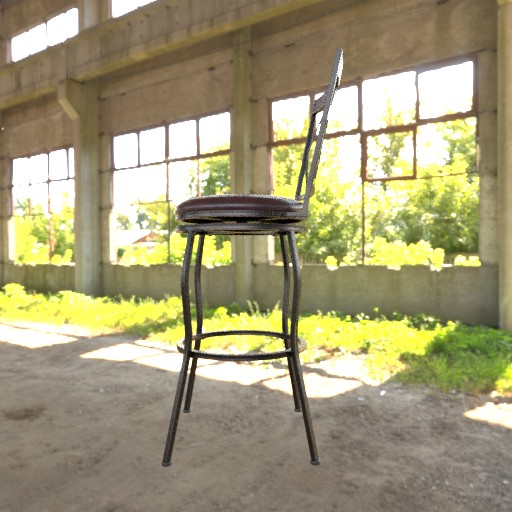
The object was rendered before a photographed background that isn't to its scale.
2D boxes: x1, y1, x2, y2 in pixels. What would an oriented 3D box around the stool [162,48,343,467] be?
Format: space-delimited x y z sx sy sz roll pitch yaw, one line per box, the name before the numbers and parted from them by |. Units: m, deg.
stool | 0.000 0.000 1.410 0.521 1.134 0.432 0 0 -1
